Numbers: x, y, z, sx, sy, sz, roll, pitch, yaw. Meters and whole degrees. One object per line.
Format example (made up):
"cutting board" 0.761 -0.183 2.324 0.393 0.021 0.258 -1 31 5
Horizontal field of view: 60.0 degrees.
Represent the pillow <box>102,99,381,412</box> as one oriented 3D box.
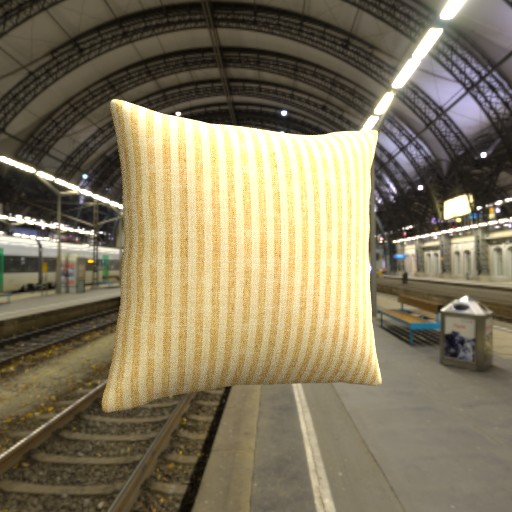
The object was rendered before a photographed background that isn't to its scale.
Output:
"pillow" 0.000 0.000 0.641 0.419 0.407 0.173 0 -1 -19
